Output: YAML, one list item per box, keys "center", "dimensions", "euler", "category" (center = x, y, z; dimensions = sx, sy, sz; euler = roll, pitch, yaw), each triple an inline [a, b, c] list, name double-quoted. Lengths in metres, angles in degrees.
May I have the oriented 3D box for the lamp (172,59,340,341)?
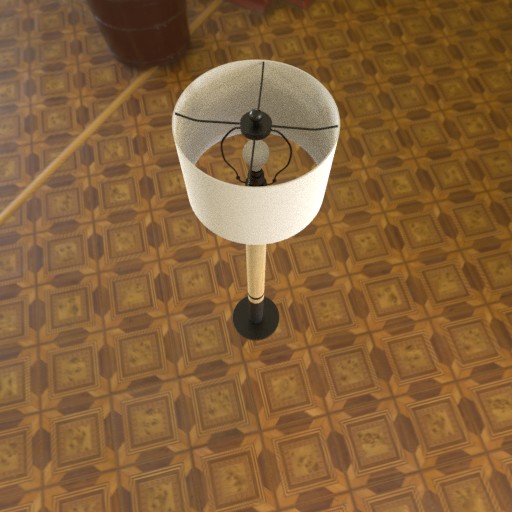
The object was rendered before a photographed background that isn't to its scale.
- center: [0.000, 0.000, 1.650]
  dimensions: [0.381, 1.478, 0.381]
  euler: [-13, 65, -6]
  category: "lamp"
